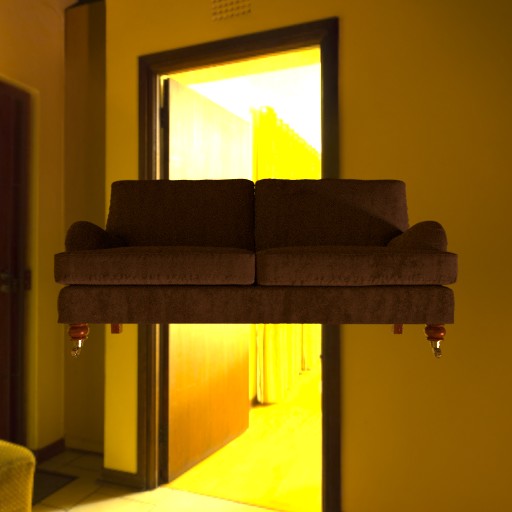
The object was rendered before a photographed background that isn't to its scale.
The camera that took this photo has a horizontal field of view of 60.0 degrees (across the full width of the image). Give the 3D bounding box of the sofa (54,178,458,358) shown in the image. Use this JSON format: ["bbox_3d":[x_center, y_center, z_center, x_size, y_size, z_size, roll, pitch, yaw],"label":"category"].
[{"bbox_3d":[0.000,0.000,2.820,2.165,1.087,1.086,0,-1,1],"label":"sofa"}]
